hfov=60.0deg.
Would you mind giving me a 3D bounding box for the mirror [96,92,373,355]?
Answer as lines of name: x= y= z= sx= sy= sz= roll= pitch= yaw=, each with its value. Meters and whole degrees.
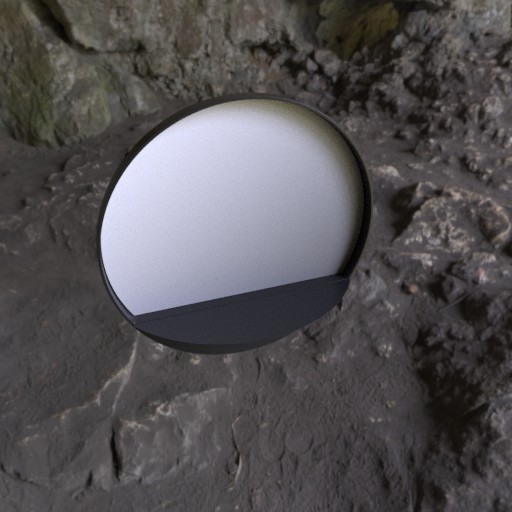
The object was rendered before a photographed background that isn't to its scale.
mirror: x=0.000 y=0.000 z=0.681 sx=0.457 sy=0.457 sz=0.133 roll=-10 pitch=33 yaw=-16
